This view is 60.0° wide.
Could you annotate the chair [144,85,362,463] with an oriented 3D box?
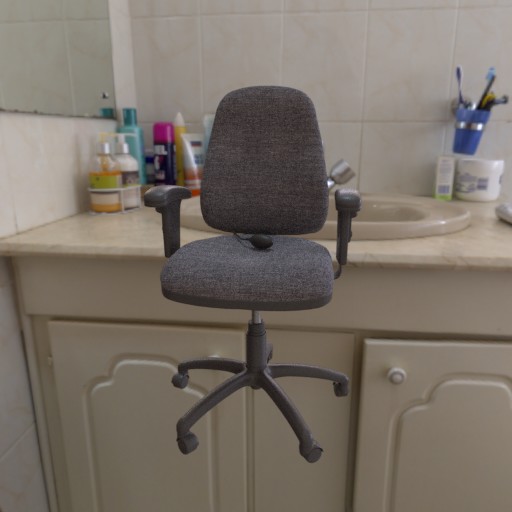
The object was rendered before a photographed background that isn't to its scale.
[{"bbox_3d":[0.000,0.000,1.212,0.550,0.910,0.530,2,15,9],"label":"chair"}]
